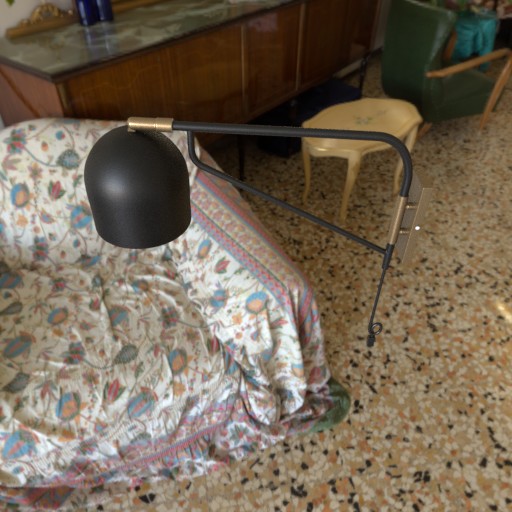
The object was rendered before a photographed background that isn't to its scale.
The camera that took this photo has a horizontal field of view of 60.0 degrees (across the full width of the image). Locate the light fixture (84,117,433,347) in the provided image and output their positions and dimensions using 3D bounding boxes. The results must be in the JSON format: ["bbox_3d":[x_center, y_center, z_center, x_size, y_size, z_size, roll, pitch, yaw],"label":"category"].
[{"bbox_3d":[0.000,0.000,1.074,0.720,0.696,0.215,1,41,1],"label":"light fixture"}]
